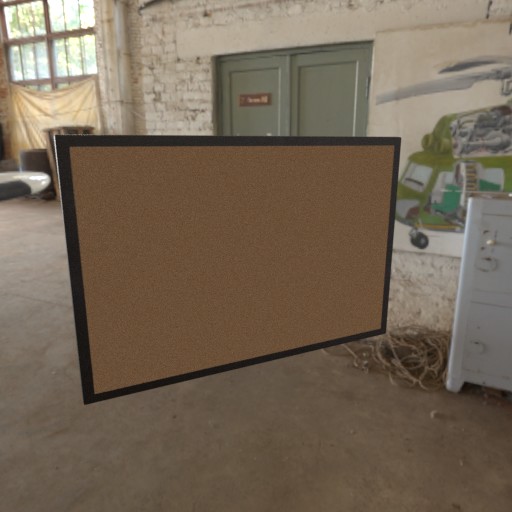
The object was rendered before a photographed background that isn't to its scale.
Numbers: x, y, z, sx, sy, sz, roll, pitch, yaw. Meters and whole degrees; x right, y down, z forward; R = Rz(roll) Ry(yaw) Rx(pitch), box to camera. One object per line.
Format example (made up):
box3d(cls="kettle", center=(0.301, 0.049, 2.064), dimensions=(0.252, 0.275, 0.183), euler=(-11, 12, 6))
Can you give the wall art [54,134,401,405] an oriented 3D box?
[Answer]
box3d(cls="wall art", center=(0.000, 0.000, 1.169), dimensions=(0.912, 0.612, 0.038), euler=(-7, 16, -25))
